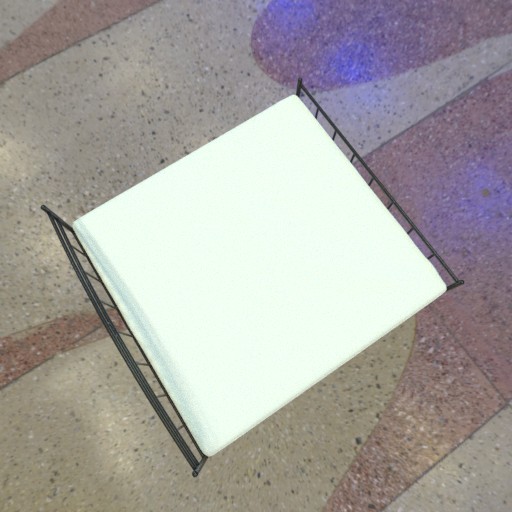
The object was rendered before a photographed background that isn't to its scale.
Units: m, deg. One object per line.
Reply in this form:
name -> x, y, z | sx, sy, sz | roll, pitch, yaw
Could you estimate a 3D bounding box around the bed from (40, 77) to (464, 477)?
bed -> 0.000, 0.000, 3.103 | 2.040, 0.940, 1.880 | -32, 77, -8
